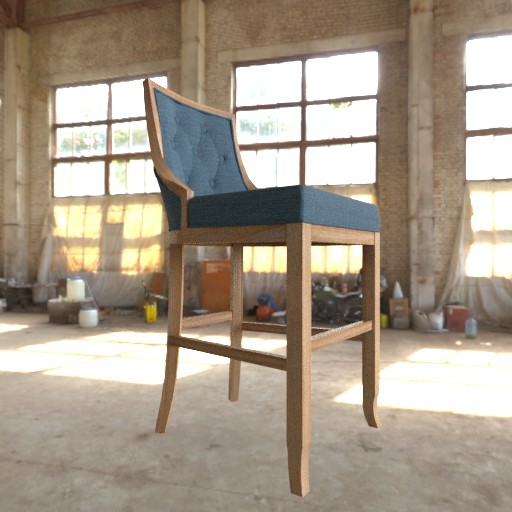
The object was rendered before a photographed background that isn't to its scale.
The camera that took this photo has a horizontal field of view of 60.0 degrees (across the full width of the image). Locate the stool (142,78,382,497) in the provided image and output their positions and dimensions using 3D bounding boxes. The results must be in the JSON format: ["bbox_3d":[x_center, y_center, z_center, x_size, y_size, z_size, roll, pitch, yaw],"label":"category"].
[{"bbox_3d":[0.000,0.000,1.397,0.626,1.101,0.524,0,0,35],"label":"stool"}]
